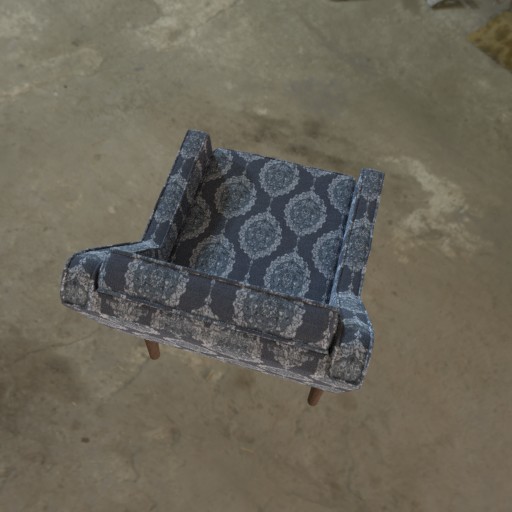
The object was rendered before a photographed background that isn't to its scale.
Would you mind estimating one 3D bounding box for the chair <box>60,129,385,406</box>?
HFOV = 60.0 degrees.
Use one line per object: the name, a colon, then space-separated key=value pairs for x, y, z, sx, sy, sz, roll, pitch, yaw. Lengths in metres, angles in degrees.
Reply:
chair: x=0.000 y=0.000 z=1.335 sx=0.663 sy=0.792 sz=0.743 roll=14 pitch=64 yaw=7
